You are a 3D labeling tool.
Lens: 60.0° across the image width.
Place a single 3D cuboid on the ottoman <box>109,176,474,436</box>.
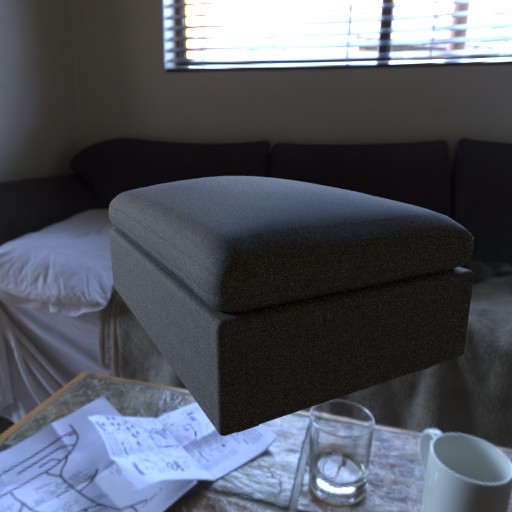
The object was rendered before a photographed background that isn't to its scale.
[{"bbox_3d":[0.000,0.000,1.403,0.711,0.483,1.041,-8,17,-27],"label":"ottoman"}]
